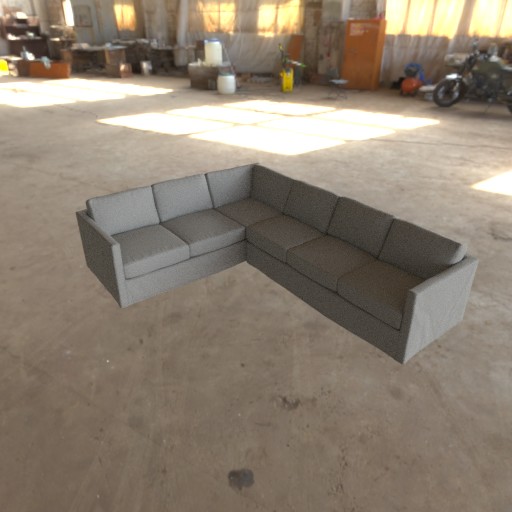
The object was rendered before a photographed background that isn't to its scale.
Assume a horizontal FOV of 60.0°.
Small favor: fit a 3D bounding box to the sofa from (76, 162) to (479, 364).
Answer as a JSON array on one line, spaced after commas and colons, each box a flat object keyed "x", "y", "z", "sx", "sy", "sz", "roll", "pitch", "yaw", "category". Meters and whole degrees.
[{"x": 0.000, "y": 0.000, "z": 4.373, "sx": 2.432, "sy": 0.871, "sz": 3.182, "roll": -20, "pitch": 35, "yaw": -33, "category": "sofa"}]
